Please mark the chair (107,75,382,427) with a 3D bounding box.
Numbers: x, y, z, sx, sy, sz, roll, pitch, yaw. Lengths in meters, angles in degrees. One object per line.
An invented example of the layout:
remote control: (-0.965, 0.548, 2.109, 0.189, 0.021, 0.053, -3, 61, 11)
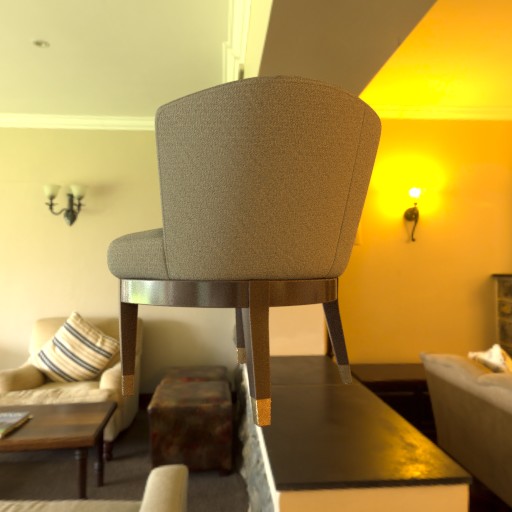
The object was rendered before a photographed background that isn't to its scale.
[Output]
chair: (0.000, 0.000, 1.265, 0.660, 0.760, 0.700, -1, -2, 36)
